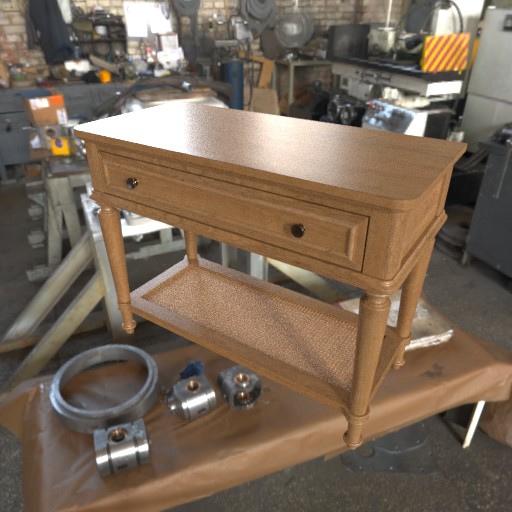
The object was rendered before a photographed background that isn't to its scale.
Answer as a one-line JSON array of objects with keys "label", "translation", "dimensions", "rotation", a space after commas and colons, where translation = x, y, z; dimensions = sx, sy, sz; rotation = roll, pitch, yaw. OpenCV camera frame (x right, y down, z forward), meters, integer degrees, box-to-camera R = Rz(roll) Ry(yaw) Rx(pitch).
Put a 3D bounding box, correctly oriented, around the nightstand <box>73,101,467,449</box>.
[{"label": "nightstand", "translation": [0.000, 0.000, 1.287], "dimensions": [0.914, 0.700, 0.432], "rotation": [18, 35, 29]}]
